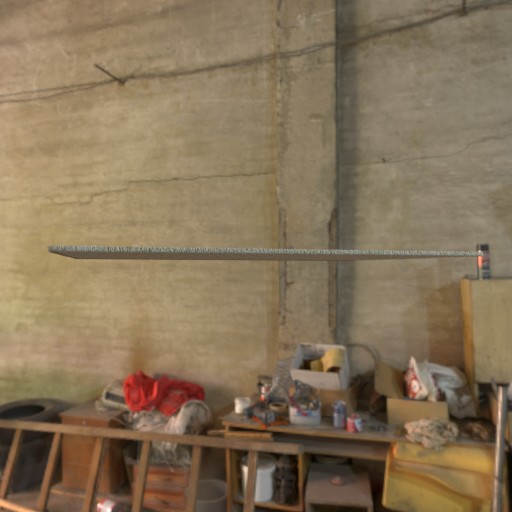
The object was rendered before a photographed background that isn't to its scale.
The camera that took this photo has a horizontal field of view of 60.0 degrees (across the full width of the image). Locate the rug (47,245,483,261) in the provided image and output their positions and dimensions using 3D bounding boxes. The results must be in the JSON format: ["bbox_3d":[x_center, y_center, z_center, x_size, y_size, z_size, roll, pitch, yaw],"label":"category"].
[{"bbox_3d":[0.000,0.000,2.942,2.349,0.026,1.500,1,-2,-18],"label":"rug"}]
